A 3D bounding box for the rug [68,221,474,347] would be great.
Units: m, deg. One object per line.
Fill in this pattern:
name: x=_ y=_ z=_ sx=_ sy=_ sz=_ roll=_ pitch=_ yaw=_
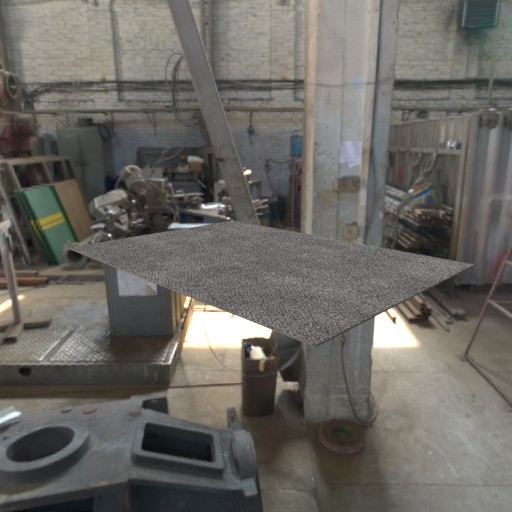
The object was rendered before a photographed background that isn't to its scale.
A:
rug: x=0.000 y=0.000 z=2.970 sx=1.600 sy=0.008 sz=2.235 roll=-14 pitch=20 yaw=-43
